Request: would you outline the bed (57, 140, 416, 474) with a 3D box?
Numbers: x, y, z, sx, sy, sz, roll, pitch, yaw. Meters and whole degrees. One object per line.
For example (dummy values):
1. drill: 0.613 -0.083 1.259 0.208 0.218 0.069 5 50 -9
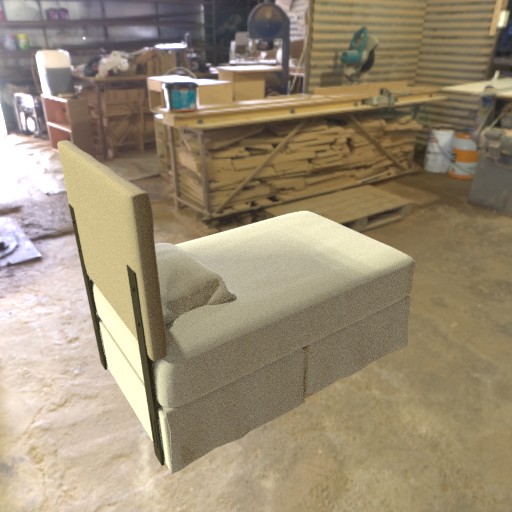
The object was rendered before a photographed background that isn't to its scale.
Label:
1. bed: 0.000 0.000 2.949 1.997 1.571 1.261 -18 32 -31
